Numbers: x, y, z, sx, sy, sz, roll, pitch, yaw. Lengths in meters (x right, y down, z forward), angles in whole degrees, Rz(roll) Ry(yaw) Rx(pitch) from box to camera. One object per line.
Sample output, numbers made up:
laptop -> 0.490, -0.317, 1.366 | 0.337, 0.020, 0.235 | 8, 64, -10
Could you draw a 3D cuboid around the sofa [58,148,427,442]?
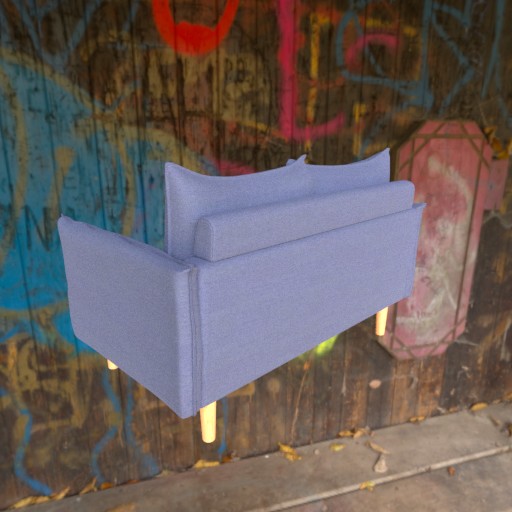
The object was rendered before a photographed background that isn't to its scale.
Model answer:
sofa -> 0.000, 0.000, 1.810 | 0.820, 0.840, 1.300 | 16, 23, 43
